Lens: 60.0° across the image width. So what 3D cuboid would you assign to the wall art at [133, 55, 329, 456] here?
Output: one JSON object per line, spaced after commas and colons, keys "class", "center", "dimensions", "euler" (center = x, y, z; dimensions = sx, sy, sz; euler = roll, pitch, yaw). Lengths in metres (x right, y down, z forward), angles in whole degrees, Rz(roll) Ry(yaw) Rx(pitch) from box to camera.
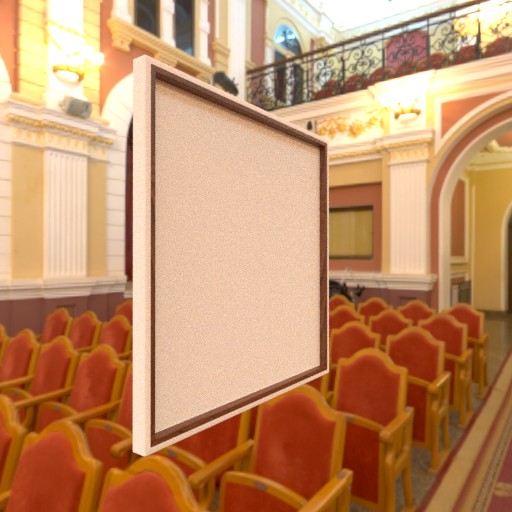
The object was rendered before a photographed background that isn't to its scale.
{"class": "wall art", "center": [0.000, 0.000, 1.148], "dimensions": [0.037, 0.757, 0.757], "euler": [0, 0, 36]}
